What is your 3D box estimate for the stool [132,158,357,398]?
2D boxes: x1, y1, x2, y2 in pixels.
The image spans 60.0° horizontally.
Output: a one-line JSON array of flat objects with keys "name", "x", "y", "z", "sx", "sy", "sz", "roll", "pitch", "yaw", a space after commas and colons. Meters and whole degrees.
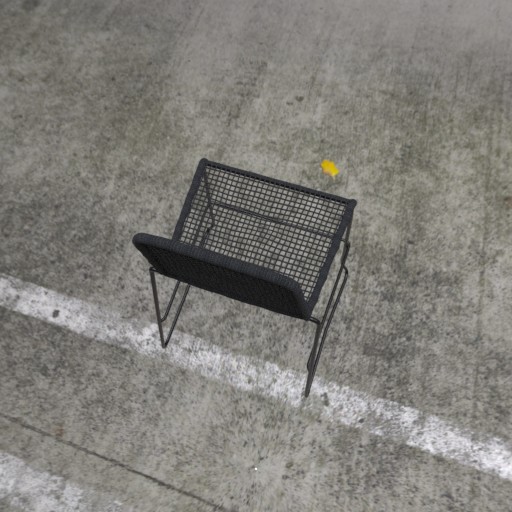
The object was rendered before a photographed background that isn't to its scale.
[{"name": "stool", "x": 0.000, "y": 0.000, "z": 1.250, "sx": 0.590, "sy": 0.905, "sz": 0.509, "roll": 17, "pitch": 66, "yaw": 8}]
